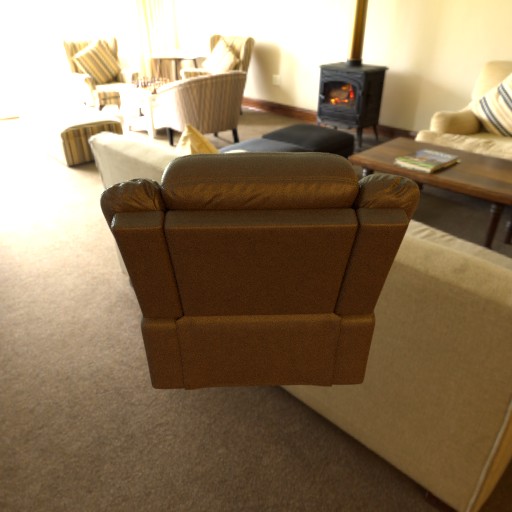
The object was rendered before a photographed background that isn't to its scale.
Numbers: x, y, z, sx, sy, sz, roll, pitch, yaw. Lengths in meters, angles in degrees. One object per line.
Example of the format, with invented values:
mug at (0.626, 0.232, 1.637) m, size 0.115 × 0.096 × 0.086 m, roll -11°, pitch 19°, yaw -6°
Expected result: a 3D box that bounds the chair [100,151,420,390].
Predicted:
chair at (0.000, 0.000, 1.727) m, size 0.899 × 1.009 × 0.934 m, roll -1°, pitch 30°, yaw -2°
